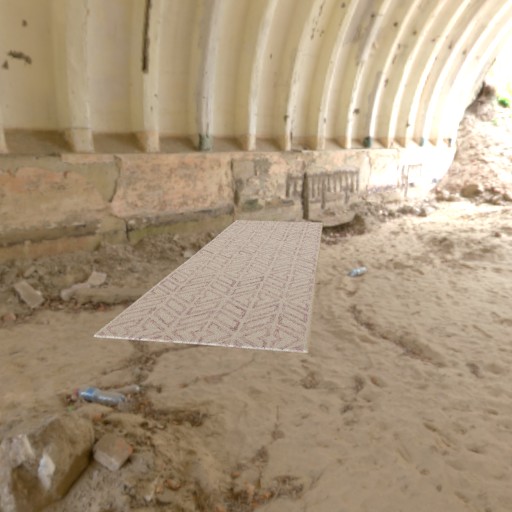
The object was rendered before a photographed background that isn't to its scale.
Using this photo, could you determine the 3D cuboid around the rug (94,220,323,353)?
[{"bbox_3d":[0.000,0.000,2.654,0.750,0.009,2.435,2,14,9],"label":"rug"}]
